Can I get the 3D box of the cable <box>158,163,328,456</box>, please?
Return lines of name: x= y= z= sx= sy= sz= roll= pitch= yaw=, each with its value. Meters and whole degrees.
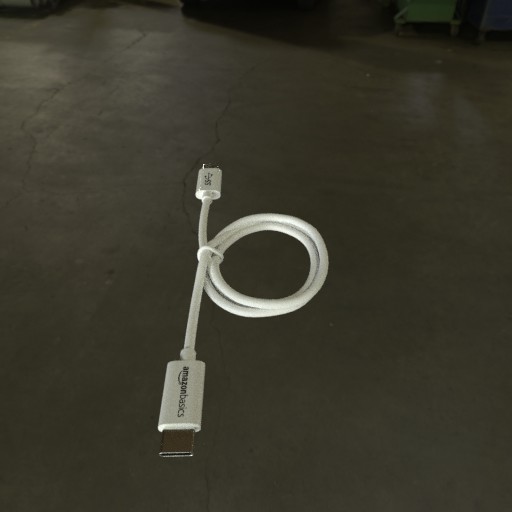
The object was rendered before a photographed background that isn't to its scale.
cable: x=0.000 y=0.000 z=0.211 sx=0.070 sy=0.014 sz=0.186 roll=-1 pitch=41 yaw=-1
